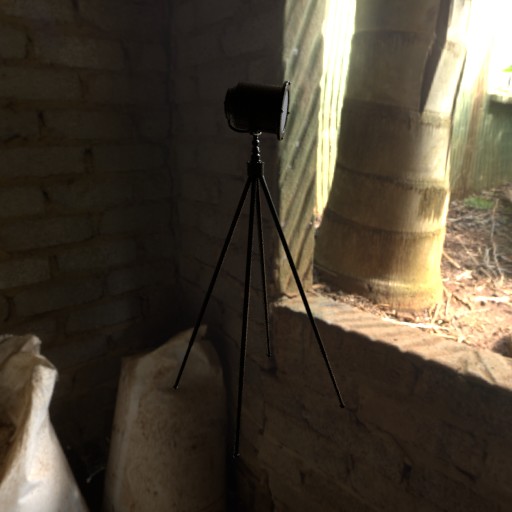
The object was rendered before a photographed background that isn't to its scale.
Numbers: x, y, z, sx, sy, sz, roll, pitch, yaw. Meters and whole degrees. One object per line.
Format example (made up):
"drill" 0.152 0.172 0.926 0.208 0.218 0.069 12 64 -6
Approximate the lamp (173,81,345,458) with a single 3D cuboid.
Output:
"lamp" 0.000 0.000 2.038 0.884 1.504 0.879 3 17 10
